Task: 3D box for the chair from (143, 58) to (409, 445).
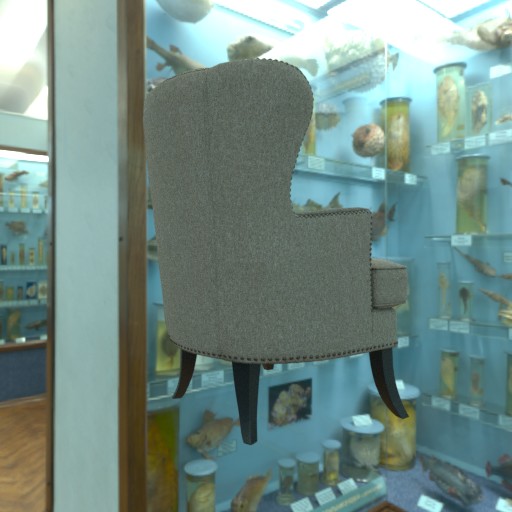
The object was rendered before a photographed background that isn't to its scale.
[{"bbox_3d":[0.000,0.000,1.560,0.758,1.060,0.759,0,1,-36],"label":"chair"}]
